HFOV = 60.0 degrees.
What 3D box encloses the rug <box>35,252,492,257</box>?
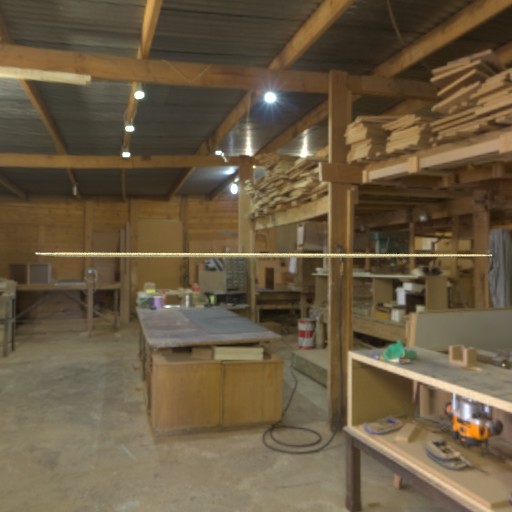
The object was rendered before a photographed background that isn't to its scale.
[{"bbox_3d":[0.000,0.000,2.959,2.438,0.010,1.524,0,-1,-18],"label":"rug"}]
